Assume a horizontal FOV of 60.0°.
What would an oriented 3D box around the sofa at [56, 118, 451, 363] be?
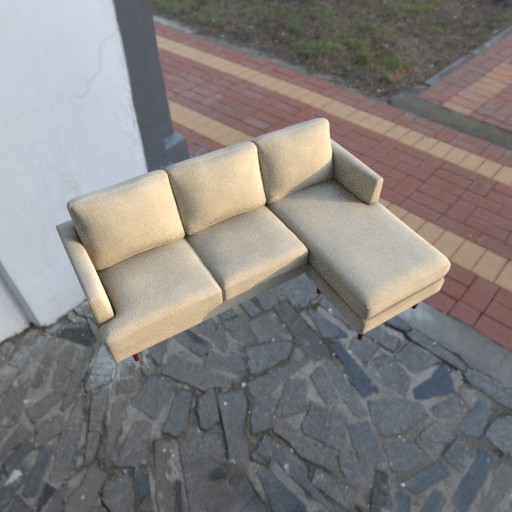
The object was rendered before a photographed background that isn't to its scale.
[{"bbox_3d":[0.000,0.000,3.039,2.233,0.956,1.504,-24,51,-21],"label":"sofa"}]
